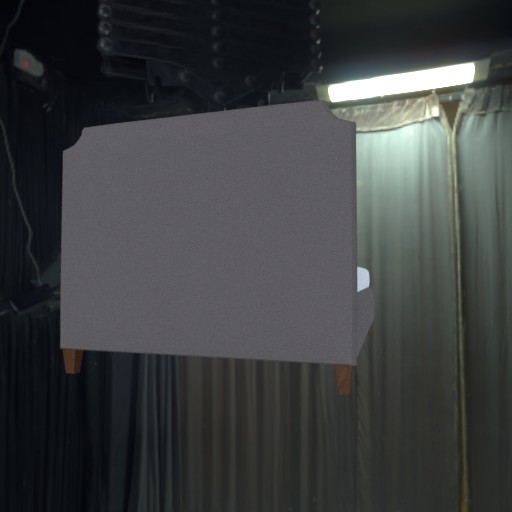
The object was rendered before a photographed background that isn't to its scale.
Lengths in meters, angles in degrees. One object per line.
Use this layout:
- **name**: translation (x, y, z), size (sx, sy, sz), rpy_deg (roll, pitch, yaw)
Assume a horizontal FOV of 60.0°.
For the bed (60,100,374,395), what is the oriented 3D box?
- **bed**: translation (0.000, 0.000, 3.458), size (1.713, 1.443, 2.372), rpy_deg (-1, -3, 17)
